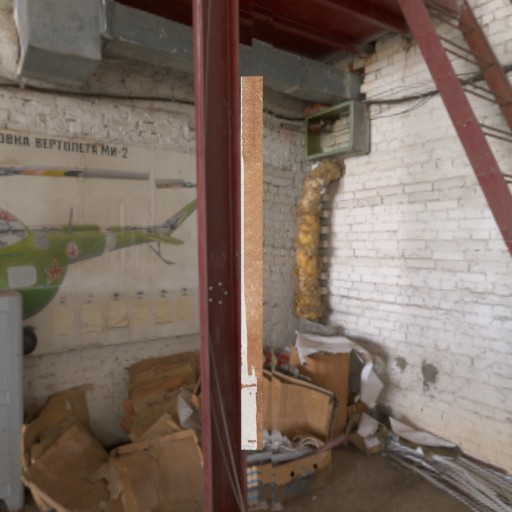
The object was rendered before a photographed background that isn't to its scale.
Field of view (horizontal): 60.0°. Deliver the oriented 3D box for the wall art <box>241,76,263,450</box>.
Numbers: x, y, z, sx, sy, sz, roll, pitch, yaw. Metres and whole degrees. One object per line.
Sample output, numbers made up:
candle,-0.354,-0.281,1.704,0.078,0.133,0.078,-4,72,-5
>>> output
wall art,0.000,0.000,1.178,0.035,0.609,0.914,0,2,1
